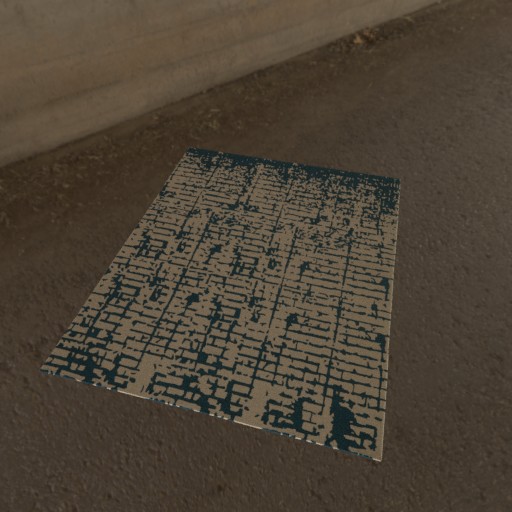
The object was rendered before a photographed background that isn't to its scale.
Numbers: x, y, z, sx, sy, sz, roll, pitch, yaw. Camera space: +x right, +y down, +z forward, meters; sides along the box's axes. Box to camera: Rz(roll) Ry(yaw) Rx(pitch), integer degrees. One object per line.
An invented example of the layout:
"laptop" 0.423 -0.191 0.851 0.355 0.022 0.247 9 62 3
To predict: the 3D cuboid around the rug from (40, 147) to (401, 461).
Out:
"rug" 0.000 0.000 3.975 2.416 0.014 3.017 11 47 10
